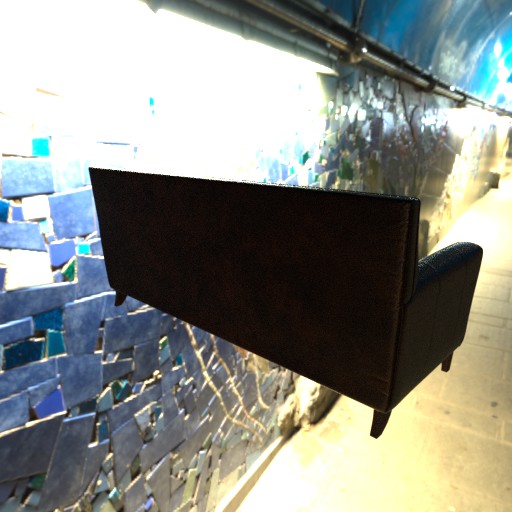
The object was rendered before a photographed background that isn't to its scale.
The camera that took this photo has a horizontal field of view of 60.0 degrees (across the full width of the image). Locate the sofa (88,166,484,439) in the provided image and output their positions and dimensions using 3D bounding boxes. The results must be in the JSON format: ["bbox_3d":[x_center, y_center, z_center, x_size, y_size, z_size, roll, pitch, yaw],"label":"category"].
[{"bbox_3d":[0.000,0.000,2.315,1.995,0.871,0.786,14,21,42],"label":"sofa"}]
